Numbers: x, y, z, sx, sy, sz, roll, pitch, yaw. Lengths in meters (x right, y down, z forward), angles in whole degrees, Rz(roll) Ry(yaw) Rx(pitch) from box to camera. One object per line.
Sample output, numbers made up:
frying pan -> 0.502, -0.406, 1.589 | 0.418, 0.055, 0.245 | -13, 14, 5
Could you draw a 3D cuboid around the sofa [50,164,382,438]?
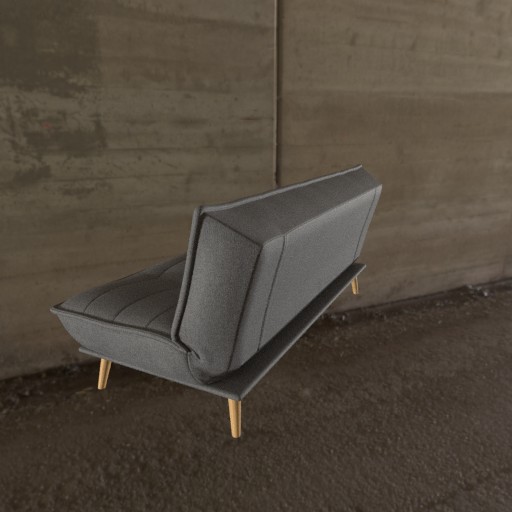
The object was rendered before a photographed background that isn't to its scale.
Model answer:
sofa -> 0.000, 0.000, 2.435 | 0.950, 0.890, 1.940 | 8, 18, 26
